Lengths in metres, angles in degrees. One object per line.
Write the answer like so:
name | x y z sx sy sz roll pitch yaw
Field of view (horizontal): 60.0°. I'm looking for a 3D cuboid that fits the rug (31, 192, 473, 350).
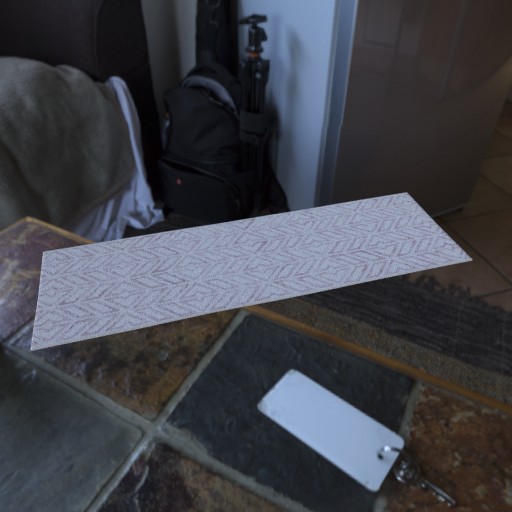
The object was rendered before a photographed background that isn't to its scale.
rug | 0.000 0.000 2.629 2.435 0.009 0.750 -10 42 -12
